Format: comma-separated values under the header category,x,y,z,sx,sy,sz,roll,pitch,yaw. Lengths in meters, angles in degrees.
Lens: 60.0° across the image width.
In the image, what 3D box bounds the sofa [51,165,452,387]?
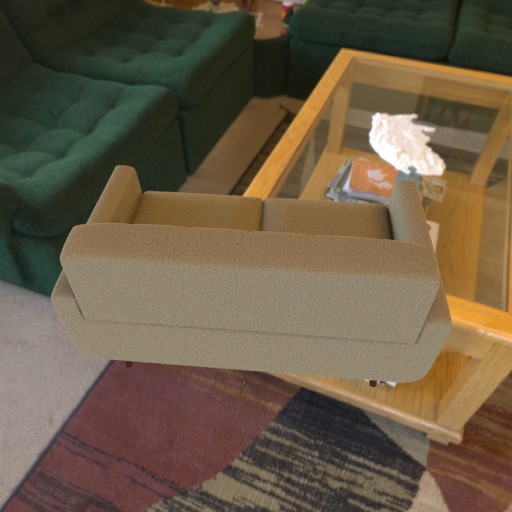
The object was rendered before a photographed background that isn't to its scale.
category,x,y,z,sx,sy,sz,roll,pitch,yaw
sofa,0.000,0.000,2.225,1.651,0.925,0.952,4,48,3
